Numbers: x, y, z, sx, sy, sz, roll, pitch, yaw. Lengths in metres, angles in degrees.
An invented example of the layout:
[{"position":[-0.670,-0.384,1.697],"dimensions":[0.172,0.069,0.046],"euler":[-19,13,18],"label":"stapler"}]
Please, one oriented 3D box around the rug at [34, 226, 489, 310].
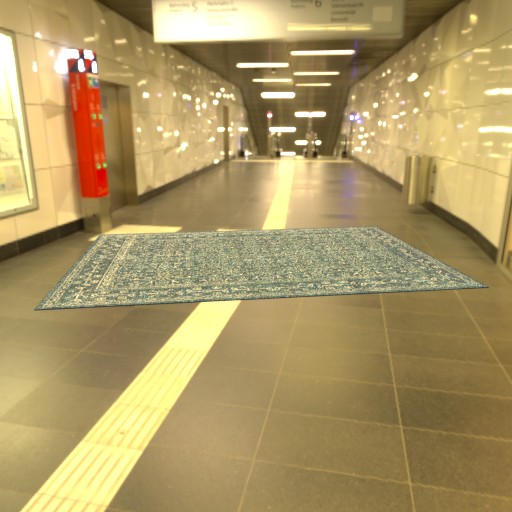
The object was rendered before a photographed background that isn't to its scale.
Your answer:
[{"position":[0.000,0.000,2.321],"dimensions":[1.819,0.005,1.200],"euler":[-2,16,-7],"label":"rug"}]
